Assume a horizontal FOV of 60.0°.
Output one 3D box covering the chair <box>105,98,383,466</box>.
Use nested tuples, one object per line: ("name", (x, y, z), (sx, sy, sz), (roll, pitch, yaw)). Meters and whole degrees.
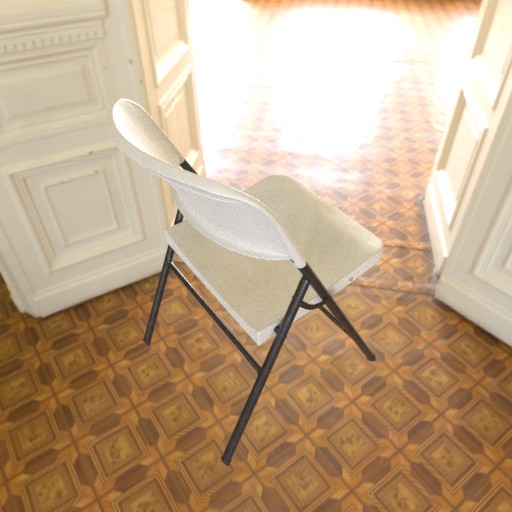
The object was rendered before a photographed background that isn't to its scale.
("chair", (0.000, 0.000, 1.122), (0.566, 0.810, 0.494), (-26, 48, -26))
